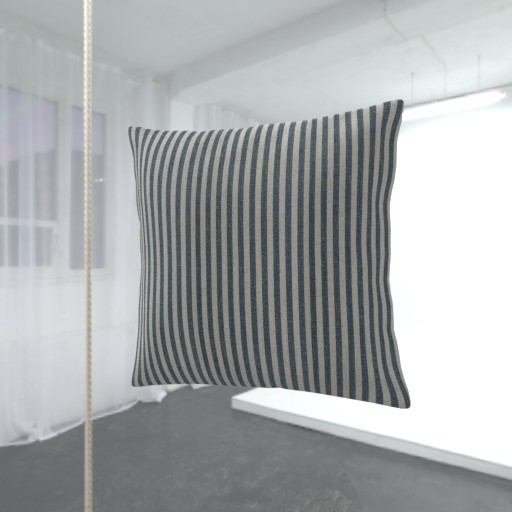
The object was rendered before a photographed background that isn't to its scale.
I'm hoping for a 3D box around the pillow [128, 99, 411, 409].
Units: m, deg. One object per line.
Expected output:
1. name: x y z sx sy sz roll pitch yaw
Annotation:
1. pillow: 0.000 0.000 0.797 0.523 0.510 0.166 0 -1 17
